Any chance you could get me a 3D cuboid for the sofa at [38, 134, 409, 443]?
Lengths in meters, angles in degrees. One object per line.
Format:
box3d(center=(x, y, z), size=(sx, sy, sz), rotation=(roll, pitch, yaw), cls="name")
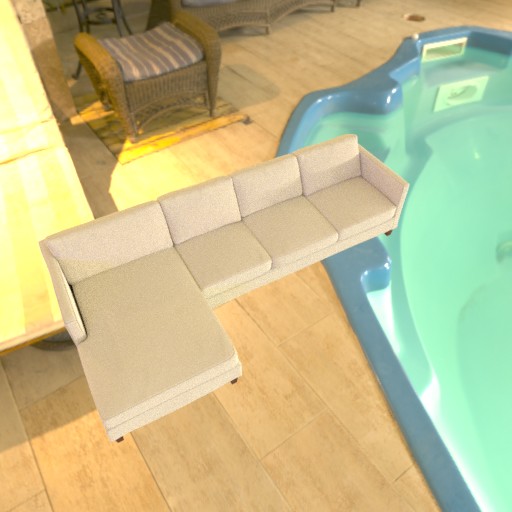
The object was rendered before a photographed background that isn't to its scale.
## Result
box3d(center=(0.000, 0.000, 3.835), size=(3.186, 0.846, 1.625), rotation=(-22, 51, -19), cls="sofa")
